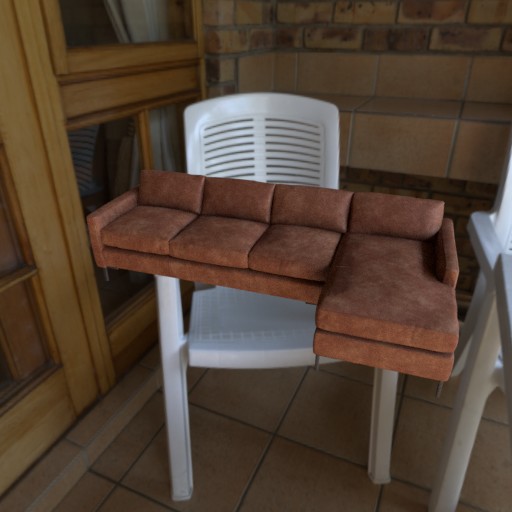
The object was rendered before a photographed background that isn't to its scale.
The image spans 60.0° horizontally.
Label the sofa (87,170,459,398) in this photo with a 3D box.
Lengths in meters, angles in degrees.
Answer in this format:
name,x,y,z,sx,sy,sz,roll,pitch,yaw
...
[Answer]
name,x,y,z,sx,sy,sz,roll,pitch,yaw
sofa,0.000,0.000,3.600,2.993,0.859,1.471,9,29,16
